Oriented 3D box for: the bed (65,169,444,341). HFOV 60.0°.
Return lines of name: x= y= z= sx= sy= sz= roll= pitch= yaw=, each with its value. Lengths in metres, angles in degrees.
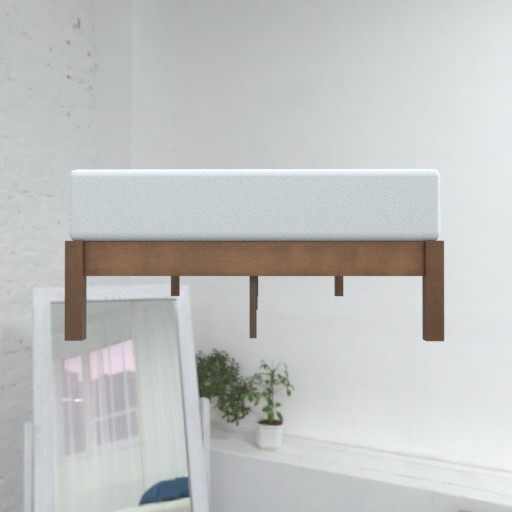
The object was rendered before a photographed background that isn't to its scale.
bed: x=0.000 y=0.000 z=2.539 sx=1.348 sy=0.616 sz=1.927 roll=0 pitch=0 yaw=0
